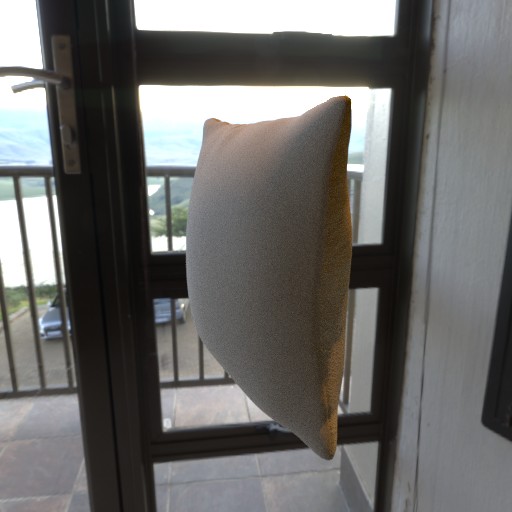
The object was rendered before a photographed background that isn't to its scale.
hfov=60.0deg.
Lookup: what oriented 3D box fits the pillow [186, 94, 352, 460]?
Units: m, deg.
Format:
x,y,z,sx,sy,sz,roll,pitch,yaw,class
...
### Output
x,y,z,sx,sy,sz,roll,pitch,yaw,class
0.000,0.000,0.714,0.211,0.450,0.450,-7,15,-25,pillow
